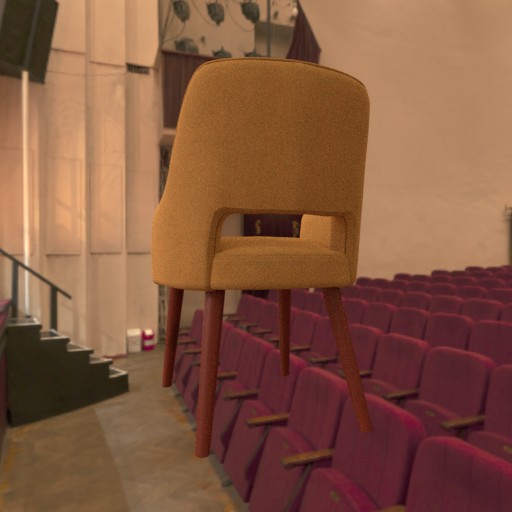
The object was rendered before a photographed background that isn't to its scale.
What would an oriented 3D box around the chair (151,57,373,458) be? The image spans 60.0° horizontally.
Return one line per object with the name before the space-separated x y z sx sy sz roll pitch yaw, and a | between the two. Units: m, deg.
chair | 0.000 0.000 1.237 0.548 0.849 0.605 0 0 -19
